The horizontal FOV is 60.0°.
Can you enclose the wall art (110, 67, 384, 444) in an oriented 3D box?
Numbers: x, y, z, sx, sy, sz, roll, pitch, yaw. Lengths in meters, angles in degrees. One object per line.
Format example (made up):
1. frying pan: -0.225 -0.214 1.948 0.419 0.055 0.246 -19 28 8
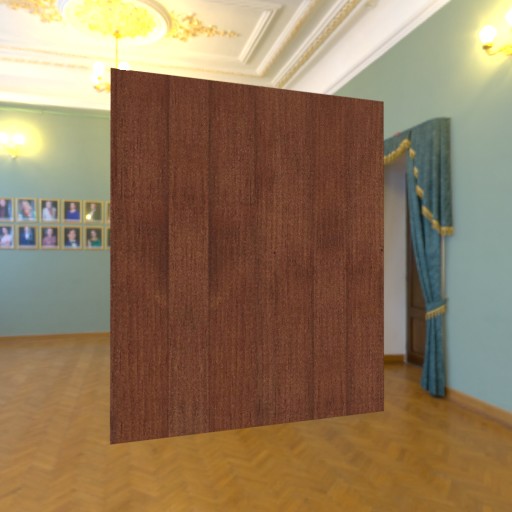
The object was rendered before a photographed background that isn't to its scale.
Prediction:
1. wall art: 0.000 0.000 0.604 0.377 0.449 0.039 0 0 -18
